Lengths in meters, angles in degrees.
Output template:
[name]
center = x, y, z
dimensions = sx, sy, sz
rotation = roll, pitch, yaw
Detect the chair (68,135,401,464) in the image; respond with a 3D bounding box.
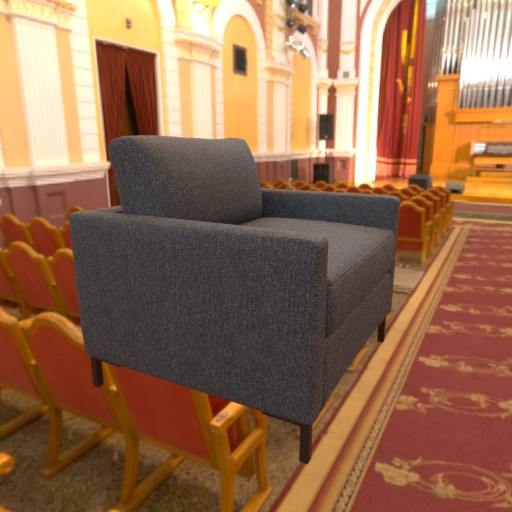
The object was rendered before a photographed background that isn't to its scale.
[chair]
center = 0.000, 0.000, 1.644
dimensions = 0.866, 0.861, 0.963
rotation = 8, 17, 28
